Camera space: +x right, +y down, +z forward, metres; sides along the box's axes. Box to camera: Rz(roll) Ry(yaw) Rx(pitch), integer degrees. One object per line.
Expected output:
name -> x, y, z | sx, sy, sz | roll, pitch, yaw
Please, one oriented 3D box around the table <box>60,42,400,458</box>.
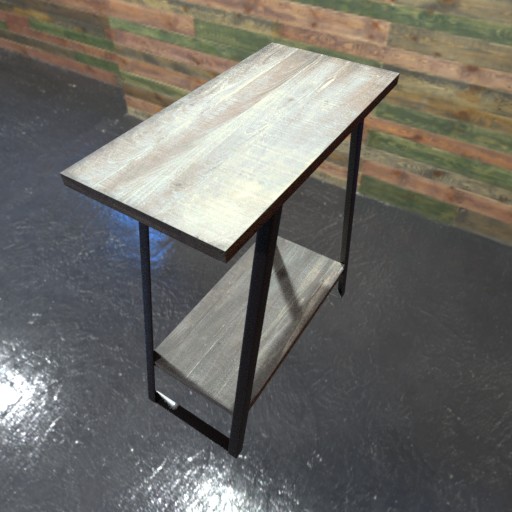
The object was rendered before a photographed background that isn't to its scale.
table -> 0.000, 0.000, 1.020 | 0.300, 0.701, 0.599 | 25, 51, 22
